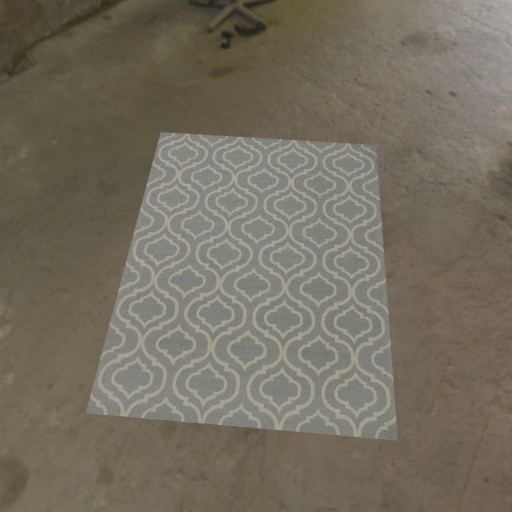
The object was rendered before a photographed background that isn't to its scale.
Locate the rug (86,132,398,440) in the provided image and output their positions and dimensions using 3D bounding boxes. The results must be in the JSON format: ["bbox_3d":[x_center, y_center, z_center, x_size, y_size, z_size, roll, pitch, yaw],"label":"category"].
[{"bbox_3d":[0.000,0.000,3.963,2.283,0.006,2.892,4,60,2],"label":"rug"}]
